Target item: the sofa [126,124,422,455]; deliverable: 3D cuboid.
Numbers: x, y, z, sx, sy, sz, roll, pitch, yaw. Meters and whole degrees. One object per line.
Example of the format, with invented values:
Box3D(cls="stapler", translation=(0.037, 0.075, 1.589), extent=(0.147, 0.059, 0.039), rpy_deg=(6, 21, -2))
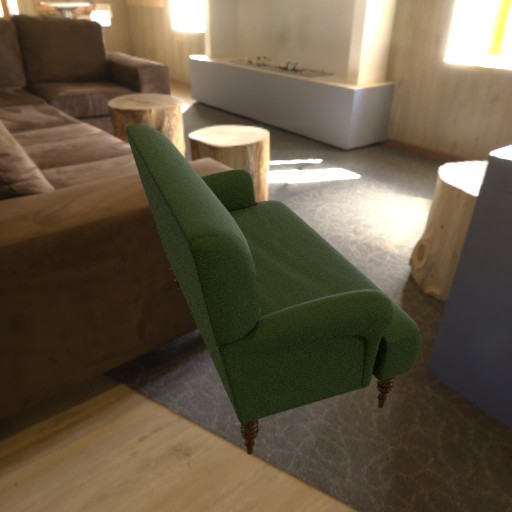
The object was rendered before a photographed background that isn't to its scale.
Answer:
Box3D(cls="sofa", translation=(0.000, 0.000, 1.818), extent=(0.779, 0.889, 1.297), rpy_deg=(-11, 32, -19))
